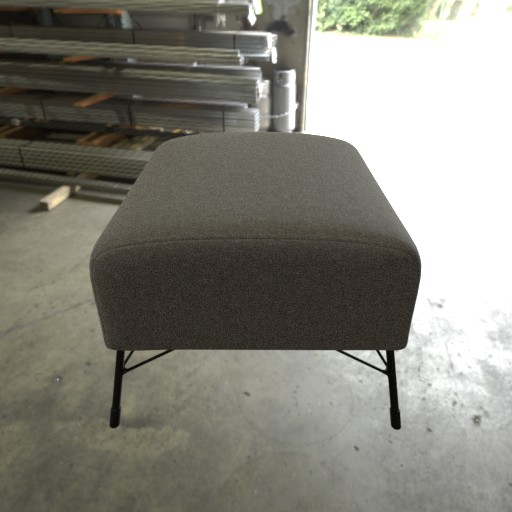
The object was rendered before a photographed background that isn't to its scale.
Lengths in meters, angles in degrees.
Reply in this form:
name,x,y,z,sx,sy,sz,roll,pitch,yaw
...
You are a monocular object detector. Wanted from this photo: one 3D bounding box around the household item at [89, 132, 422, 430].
name,x,y,z,sx,sy,sz,roll,pitch,yaw
household item,0.000,0.000,0.920,0.530,0.410,0.530,0,31,0
